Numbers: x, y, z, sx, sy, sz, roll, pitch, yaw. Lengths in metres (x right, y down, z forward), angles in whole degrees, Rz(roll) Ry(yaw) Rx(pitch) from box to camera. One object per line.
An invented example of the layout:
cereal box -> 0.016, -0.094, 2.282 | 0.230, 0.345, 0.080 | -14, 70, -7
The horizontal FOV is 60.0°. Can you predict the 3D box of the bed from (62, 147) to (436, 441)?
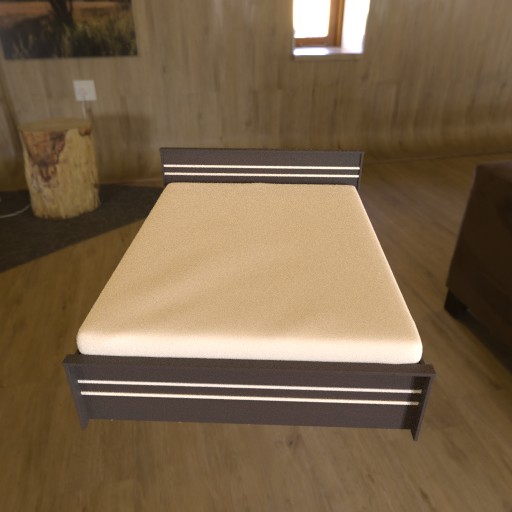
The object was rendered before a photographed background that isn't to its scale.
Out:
bed -> 0.000, 0.000, 2.858 | 1.634, 0.808, 2.103 | 1, 29, 2
